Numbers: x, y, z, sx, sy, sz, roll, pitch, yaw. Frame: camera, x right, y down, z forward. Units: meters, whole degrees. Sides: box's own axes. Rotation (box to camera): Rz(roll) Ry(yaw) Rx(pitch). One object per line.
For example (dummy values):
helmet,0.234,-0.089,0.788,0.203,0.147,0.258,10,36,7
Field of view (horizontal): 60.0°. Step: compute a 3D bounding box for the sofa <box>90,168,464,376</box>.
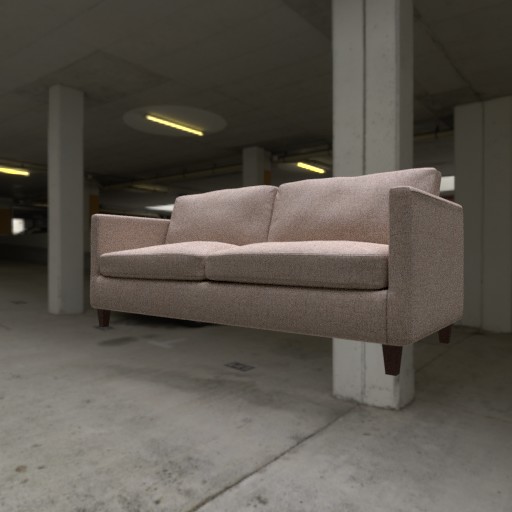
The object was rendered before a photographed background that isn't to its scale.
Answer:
sofa,0.000,0.000,2.745,2.208,0.965,0.951,0,0,37
